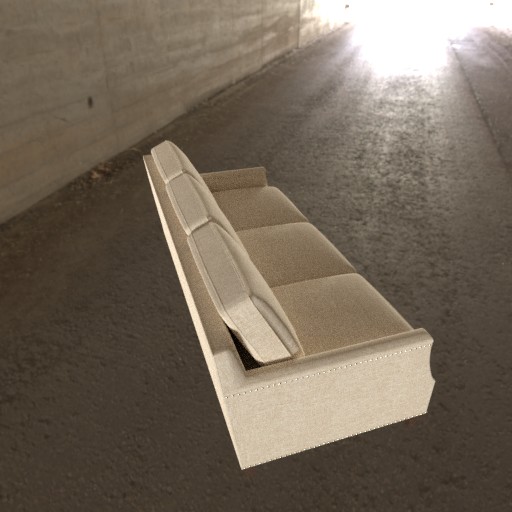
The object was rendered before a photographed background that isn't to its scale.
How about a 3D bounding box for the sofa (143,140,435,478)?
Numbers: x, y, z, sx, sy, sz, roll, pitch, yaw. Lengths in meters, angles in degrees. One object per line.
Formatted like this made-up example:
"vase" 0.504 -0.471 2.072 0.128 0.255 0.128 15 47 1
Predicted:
"sofa" 0.000 0.000 2.716 1.041 0.940 2.210 -10 33 -16
